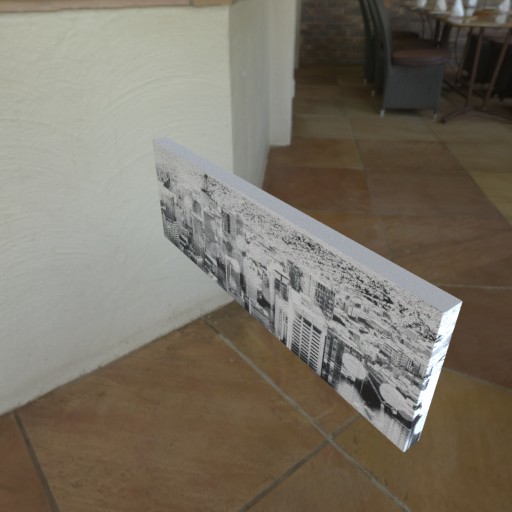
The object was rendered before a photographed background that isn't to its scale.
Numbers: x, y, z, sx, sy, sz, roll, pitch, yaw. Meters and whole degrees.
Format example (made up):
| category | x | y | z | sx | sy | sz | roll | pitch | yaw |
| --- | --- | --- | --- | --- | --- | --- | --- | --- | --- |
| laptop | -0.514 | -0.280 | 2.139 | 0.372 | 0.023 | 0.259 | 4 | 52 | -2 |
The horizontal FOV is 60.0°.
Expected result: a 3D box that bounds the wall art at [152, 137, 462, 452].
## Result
| category | x | y | z | sx | sy | sz | roll | pitch | yaw |
| --- | --- | --- | --- | --- | --- | --- | --- | --- | --- |
| wall art | 0.000 | 0.000 | 0.831 | 0.038 | 0.255 | 0.763 | -21 | 38 | -30 |
